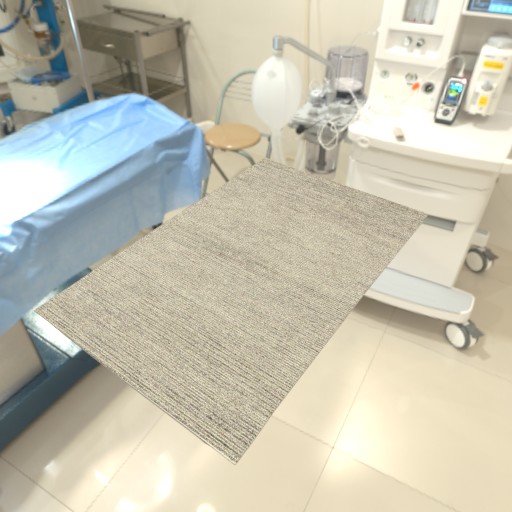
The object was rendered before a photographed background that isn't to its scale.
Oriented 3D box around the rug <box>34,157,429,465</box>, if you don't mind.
[{"bbox_3d":[0.000,0.000,2.278,1.162,0.022,1.804,26,47,27],"label":"rug"}]
